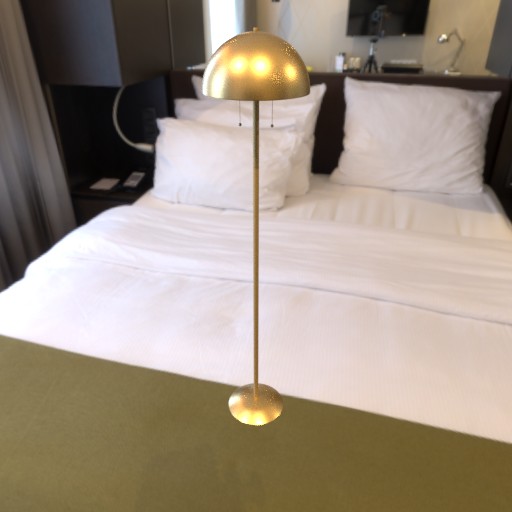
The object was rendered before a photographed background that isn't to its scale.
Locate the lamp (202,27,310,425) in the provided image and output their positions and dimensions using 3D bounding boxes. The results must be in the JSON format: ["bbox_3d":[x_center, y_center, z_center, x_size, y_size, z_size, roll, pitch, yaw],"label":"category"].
[{"bbox_3d":[0.000,0.000,1.616,0.328,1.480,0.328,-8,29,-15],"label":"lamp"}]
